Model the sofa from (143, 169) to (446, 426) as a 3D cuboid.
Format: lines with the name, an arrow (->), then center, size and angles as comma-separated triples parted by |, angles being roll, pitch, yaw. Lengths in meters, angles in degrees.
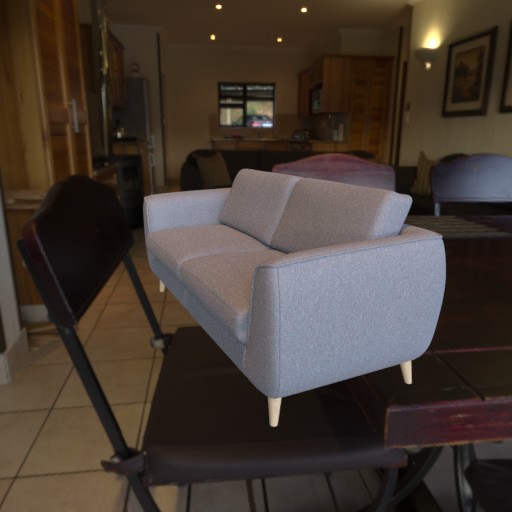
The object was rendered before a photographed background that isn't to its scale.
sofa -> 0.000, 0.000, 2.567 | 0.920, 0.870, 2.000 | -7, 17, -25
